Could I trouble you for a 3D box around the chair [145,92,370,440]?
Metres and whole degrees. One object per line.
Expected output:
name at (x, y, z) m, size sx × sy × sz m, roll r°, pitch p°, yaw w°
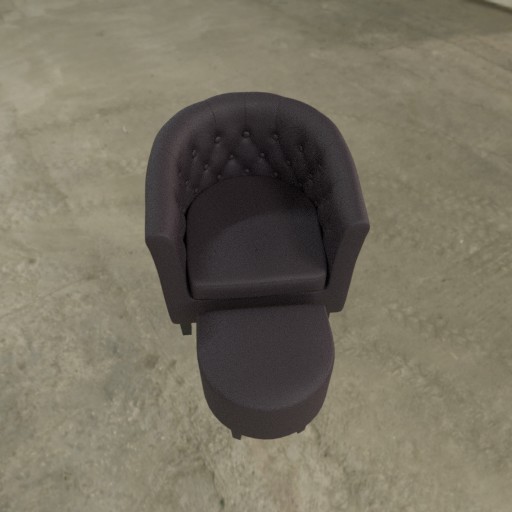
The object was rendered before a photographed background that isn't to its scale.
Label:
chair at (0.000, 0.000, 1.684) m, size 0.763 × 0.760 × 1.191 m, roll -4°, pitch 47°, yaw -4°
